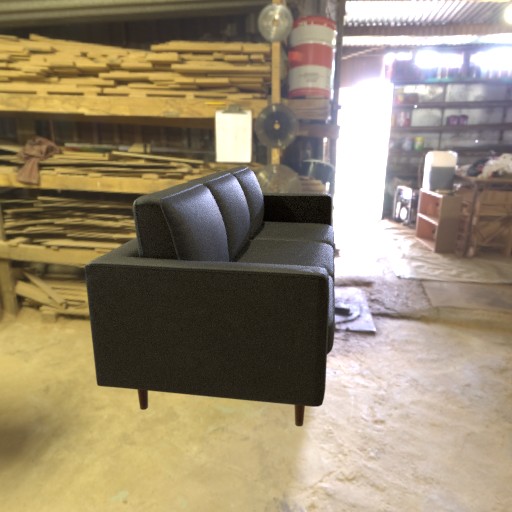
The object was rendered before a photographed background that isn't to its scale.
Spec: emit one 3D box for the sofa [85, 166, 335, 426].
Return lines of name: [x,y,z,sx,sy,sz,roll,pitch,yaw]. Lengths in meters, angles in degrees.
sofa: [0.000,0.000,2.498,0.879,0.899,2.029,3,16,9]
